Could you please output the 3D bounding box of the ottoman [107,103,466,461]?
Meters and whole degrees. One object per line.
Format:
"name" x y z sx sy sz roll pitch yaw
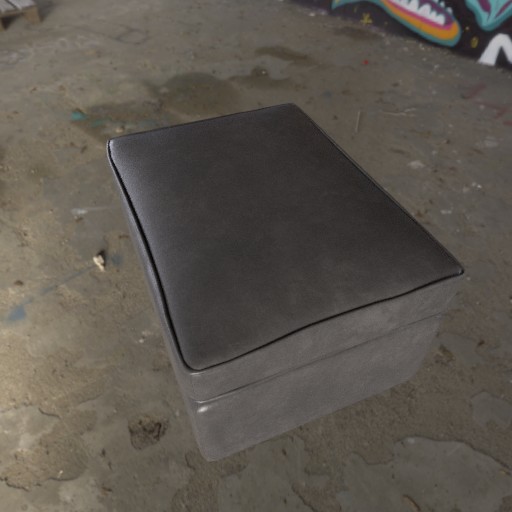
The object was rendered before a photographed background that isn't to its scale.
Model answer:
"ottoman" 0.000 0.000 1.109 0.554 0.445 0.756 -16 47 -16
